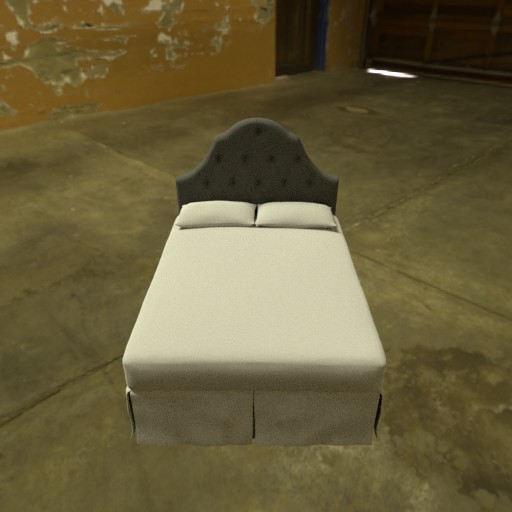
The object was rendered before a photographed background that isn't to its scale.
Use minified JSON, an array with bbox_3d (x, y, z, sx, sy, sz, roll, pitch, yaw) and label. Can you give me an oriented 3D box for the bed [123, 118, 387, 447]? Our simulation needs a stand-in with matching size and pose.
[{"bbox_3d":[0.000,0.000,3.367,1.636,1.575,2.155,0,30,0],"label":"bed"}]
